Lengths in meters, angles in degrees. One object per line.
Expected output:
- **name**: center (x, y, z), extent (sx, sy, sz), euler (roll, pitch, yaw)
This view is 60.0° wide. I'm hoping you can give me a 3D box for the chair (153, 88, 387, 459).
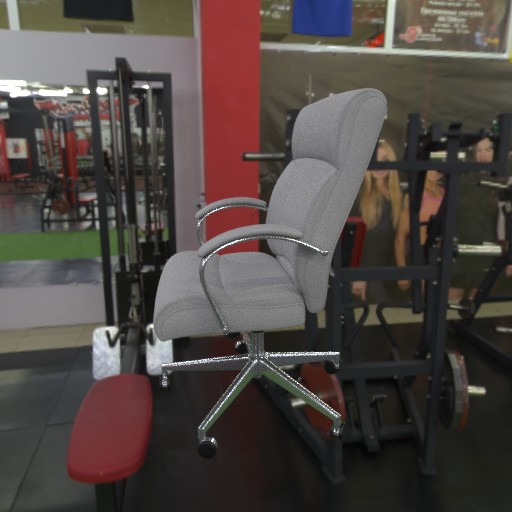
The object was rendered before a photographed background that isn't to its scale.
- **chair**: center (0.000, 0.000, 1.594), extent (0.745, 1.099, 0.727), euler (-2, 15, -8)
